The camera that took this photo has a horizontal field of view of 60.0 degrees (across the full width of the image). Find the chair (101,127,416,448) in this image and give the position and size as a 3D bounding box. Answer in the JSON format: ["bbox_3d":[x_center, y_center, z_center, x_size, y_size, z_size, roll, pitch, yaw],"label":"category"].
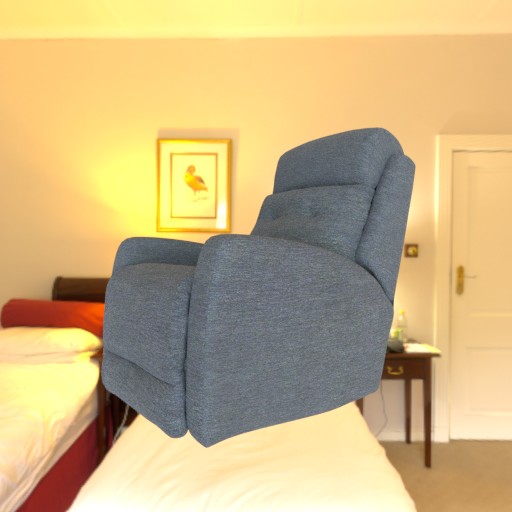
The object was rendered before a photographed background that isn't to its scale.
[{"bbox_3d":[0.000,0.000,1.687,1.043,1.013,0.798,-1,2,-37],"label":"chair"}]
